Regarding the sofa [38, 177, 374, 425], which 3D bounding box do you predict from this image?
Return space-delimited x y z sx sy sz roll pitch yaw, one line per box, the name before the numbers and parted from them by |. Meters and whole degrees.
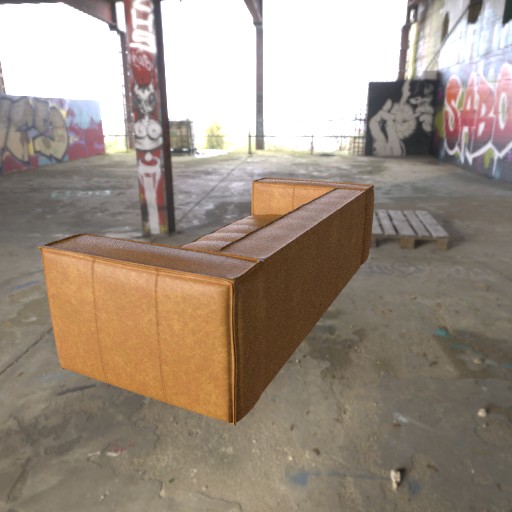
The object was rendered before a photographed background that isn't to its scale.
sofa | 0.000 0.000 3.031 1.102 0.701 2.581 8 20 24
